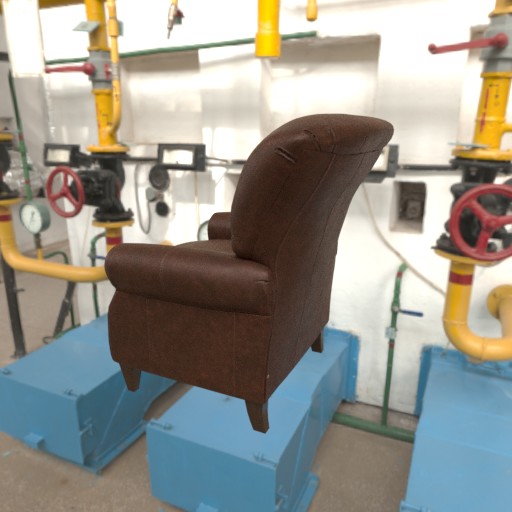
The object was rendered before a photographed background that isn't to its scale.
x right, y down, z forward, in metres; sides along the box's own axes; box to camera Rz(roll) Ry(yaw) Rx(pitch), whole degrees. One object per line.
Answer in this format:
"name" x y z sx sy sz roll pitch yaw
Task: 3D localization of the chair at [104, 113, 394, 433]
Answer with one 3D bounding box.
"chair" 0.000 0.000 1.925 1.031 1.162 0.979 8 18 25
